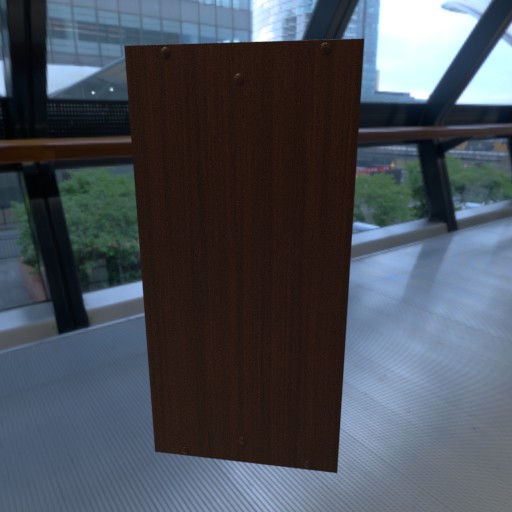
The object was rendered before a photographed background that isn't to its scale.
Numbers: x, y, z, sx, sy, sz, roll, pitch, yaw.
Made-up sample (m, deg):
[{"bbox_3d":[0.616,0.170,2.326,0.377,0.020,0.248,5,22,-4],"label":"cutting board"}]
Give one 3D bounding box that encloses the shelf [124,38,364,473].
[{"bbox_3d":[0.000,0.000,0.728,0.290,0.600,0.253,3,16,9],"label":"shelf"}]
